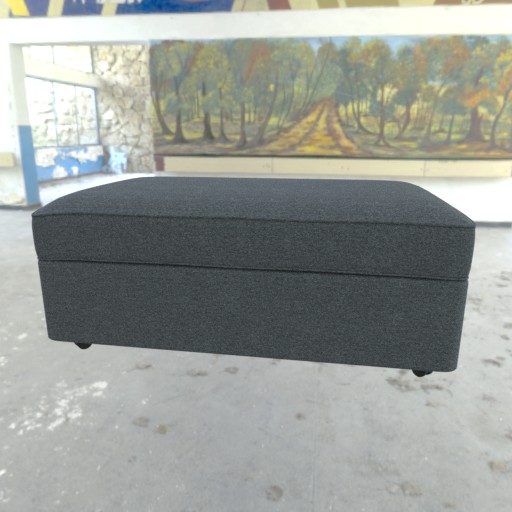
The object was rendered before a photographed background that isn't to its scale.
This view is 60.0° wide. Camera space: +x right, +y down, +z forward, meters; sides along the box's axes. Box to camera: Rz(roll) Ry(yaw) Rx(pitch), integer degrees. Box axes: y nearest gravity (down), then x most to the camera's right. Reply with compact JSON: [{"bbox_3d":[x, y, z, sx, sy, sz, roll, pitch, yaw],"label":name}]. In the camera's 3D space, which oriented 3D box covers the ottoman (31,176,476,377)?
[{"bbox_3d":[0.000,0.000,1.487,1.173,0.494,0.681,3,16,9],"label":"ottoman"}]
